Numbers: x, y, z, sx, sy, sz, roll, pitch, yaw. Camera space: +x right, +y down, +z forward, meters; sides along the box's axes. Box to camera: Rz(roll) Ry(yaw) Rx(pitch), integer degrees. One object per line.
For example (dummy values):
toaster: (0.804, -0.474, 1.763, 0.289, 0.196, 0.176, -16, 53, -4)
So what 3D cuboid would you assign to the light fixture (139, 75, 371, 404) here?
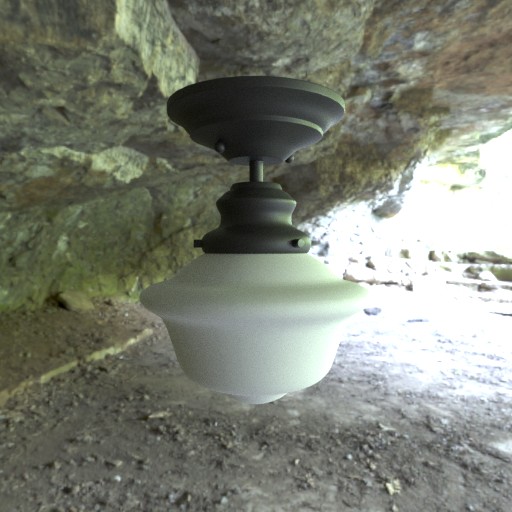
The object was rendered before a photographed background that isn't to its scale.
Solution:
light fixture: (0.000, 0.000, 0.386, 0.197, 0.254, 0.197, 0, 1, 0)
